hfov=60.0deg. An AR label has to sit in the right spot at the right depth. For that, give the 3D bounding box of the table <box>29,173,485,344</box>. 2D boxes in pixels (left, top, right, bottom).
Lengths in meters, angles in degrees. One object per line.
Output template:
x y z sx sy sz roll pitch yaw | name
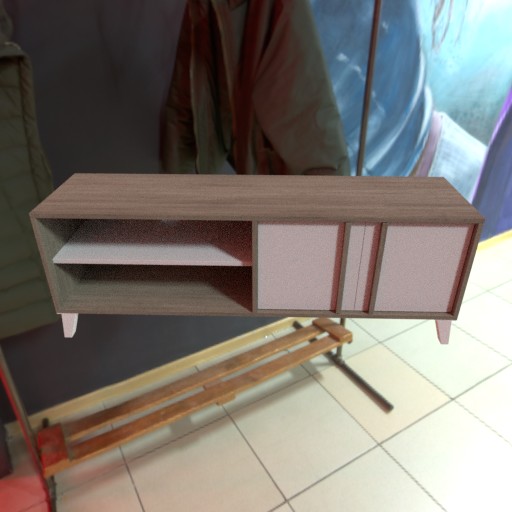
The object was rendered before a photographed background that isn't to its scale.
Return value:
0.000 0.000 1.759 1.500 0.530 0.400 1 30 1 | table
